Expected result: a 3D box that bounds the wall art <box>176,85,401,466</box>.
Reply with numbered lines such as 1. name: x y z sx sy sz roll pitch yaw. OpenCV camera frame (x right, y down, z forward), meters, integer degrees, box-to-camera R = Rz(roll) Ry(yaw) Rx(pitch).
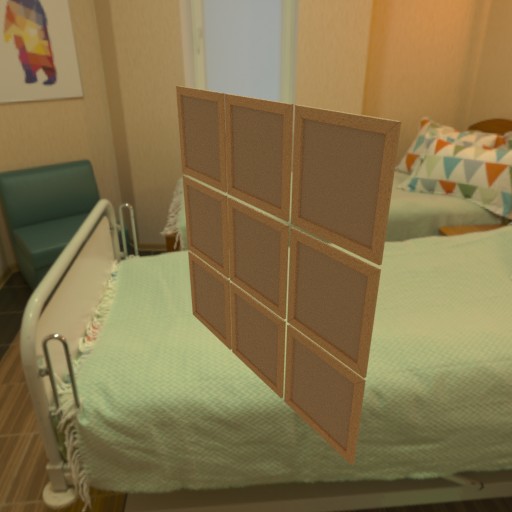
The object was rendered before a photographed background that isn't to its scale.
1. wall art: 0.000 0.000 2.237 0.014 1.507 1.519 -17 31 -31
